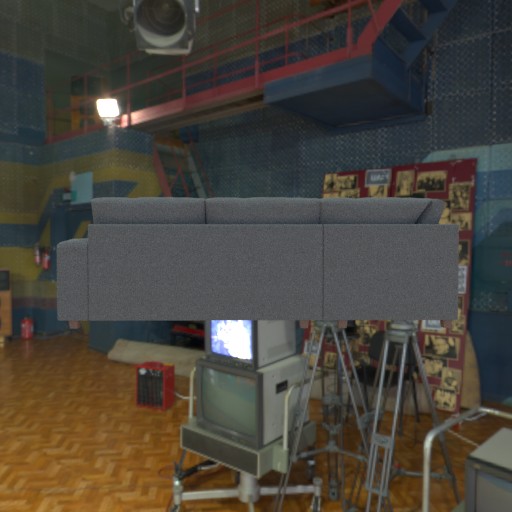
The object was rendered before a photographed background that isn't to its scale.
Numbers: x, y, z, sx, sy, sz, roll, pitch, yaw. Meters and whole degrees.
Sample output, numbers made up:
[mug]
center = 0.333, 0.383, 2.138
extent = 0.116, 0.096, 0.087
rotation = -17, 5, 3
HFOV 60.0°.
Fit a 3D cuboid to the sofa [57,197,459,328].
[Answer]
[sofa]
center = 0.000, 0.000, 4.819
extent = 2.895, 0.965, 3.277
rotation = 0, 2, -1
